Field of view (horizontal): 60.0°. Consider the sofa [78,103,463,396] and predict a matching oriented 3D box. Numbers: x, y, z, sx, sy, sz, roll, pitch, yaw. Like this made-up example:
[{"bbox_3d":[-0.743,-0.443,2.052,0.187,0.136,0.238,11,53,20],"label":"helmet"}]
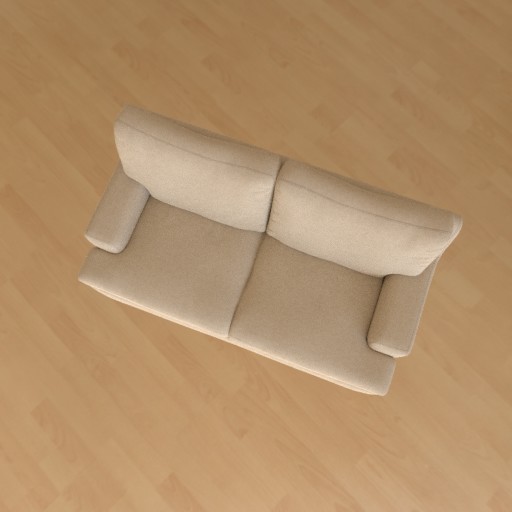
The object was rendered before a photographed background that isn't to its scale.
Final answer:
[{"bbox_3d":[0.000,0.000,2.460,1.885,0.967,0.962,20,76,5],"label":"sofa"}]
